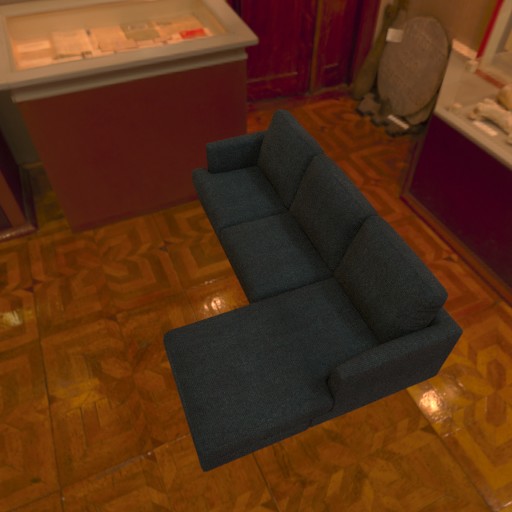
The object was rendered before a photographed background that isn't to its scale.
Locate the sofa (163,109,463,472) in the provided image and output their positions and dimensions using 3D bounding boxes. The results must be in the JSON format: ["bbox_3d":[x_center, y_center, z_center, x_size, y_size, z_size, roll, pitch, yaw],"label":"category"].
[{"bbox_3d":[0.000,0.000,3.025,1.504,0.956,2.233,-17,50,-15],"label":"sofa"}]
